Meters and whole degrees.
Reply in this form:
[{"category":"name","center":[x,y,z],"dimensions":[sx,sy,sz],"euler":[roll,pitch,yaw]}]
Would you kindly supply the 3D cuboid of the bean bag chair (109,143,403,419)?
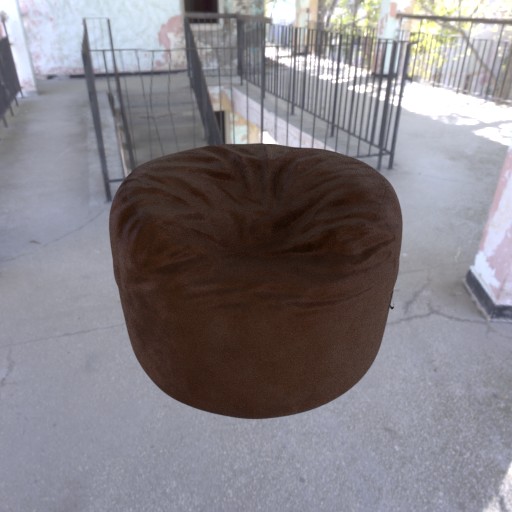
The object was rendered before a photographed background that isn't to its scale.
[{"category":"bean bag chair","center":[0.000,0.000,1.499],"dimensions":[0.918,0.616,0.918],"euler":[0,30,0]}]
